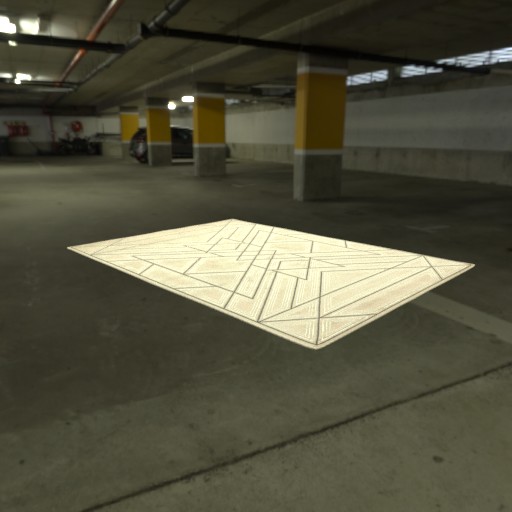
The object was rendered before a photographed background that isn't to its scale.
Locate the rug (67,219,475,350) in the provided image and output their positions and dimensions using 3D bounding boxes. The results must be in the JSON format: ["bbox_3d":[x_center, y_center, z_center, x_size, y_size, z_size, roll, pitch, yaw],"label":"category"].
[{"bbox_3d":[0.000,0.000,4.467,2.436,0.026,3.381,-15,21,-43],"label":"rug"}]
